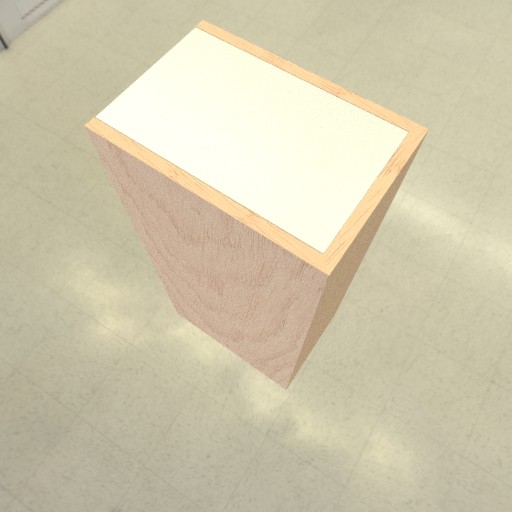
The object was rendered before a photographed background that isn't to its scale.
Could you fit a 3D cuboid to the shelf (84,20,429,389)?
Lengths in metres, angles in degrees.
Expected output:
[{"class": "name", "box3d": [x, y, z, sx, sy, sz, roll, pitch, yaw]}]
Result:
[{"class": "shelf", "box3d": [0.000, 0.000, 0.720, 0.290, 0.600, 0.200, 32, 68, 14]}]
